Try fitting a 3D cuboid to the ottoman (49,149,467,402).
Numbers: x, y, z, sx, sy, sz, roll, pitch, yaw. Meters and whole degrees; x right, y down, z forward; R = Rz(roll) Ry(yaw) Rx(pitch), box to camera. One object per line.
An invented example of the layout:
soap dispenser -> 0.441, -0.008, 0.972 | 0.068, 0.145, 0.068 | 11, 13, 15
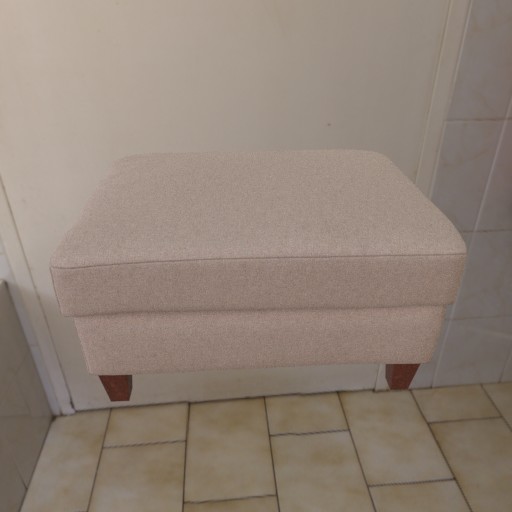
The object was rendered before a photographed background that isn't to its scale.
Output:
ottoman -> 0.000, 0.000, 1.295 | 0.902, 0.511, 0.692 | -2, 31, -3
